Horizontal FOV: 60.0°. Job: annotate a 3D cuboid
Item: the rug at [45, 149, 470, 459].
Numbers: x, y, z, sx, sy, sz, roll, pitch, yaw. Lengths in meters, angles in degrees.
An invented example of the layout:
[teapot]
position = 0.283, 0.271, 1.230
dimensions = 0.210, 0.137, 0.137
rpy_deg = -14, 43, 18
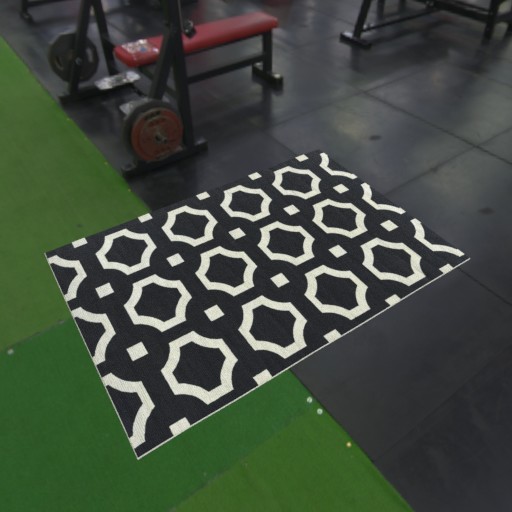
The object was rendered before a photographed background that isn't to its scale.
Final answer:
[rug]
position = 0.000, 0.000, 2.874
dimensions = 2.286, 0.016, 1.555
rpy_deg = -25, 51, -23
